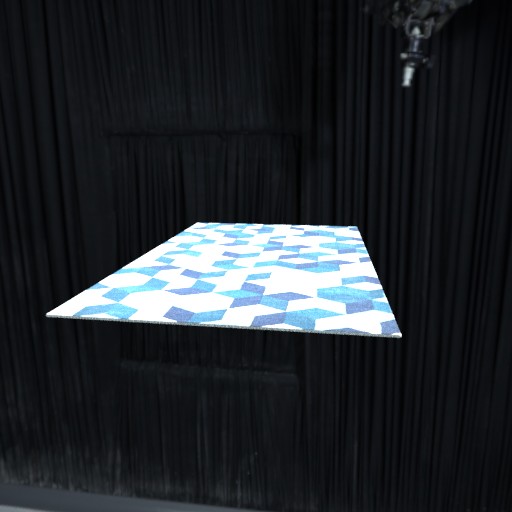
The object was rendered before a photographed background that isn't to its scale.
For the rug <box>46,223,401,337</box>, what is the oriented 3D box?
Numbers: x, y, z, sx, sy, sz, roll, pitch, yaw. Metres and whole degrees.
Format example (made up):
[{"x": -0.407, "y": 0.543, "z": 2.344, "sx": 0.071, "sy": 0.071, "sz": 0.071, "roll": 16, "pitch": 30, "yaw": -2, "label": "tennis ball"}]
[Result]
[{"x": 0.000, "y": 0.000, "z": 3.019, "sx": 1.518, "sy": 0.015, "sz": 2.438, "roll": 2, "pitch": 14, "yaw": 8, "label": "rug"}]
